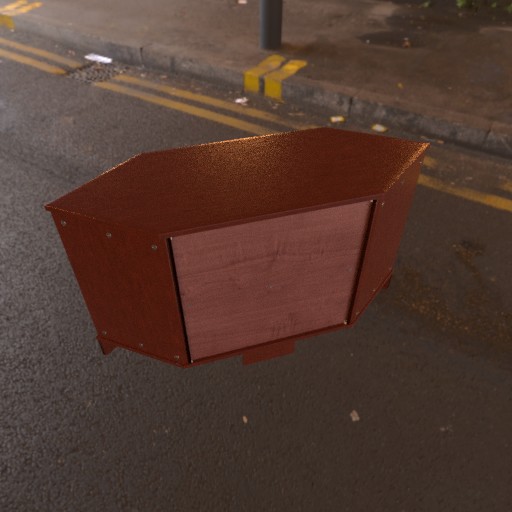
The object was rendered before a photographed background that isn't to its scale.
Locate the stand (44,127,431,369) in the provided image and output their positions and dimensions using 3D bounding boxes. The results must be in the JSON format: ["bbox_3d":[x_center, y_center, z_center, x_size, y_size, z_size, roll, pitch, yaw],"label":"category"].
[{"bbox_3d":[0.000,0.000,1.391,1.072,0.614,0.381,-11,44,-12],"label":"stand"}]
